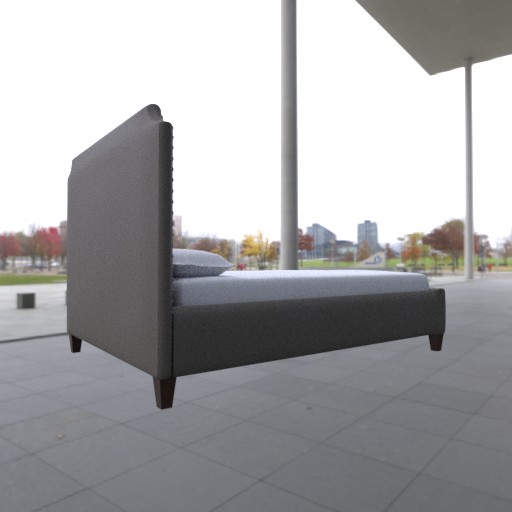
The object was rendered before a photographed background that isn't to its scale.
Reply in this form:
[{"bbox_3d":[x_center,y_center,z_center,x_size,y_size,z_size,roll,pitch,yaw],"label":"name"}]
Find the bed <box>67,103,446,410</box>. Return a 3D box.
[{"bbox_3d":[0.000,0.000,3.356,2.372,1.443,1.712,1,-1,-36],"label":"bed"}]
